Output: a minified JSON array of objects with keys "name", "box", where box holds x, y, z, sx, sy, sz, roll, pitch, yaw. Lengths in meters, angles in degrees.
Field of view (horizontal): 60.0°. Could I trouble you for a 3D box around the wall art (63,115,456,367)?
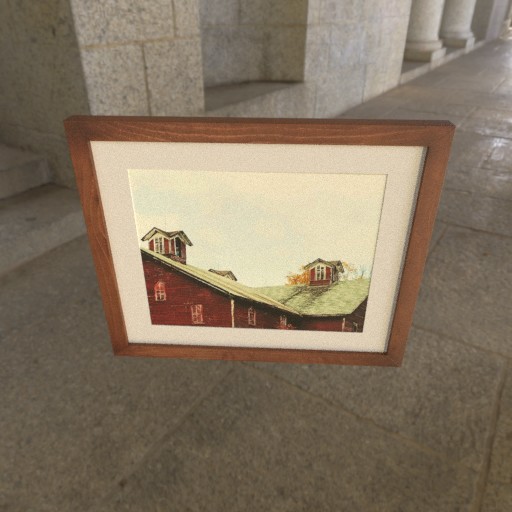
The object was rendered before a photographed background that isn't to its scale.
[{"name":"wall art","box":[0.000,0.000,0.759,0.558,0.457,0.033,2,31,3]}]
